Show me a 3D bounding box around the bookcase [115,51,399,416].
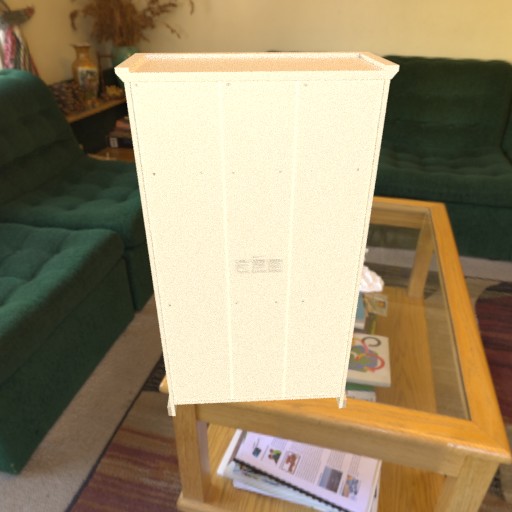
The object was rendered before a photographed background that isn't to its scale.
[{"bbox_3d":[0.000,0.000,2.294,1.050,1.880,0.432,-2,31,-3],"label":"bookcase"}]
